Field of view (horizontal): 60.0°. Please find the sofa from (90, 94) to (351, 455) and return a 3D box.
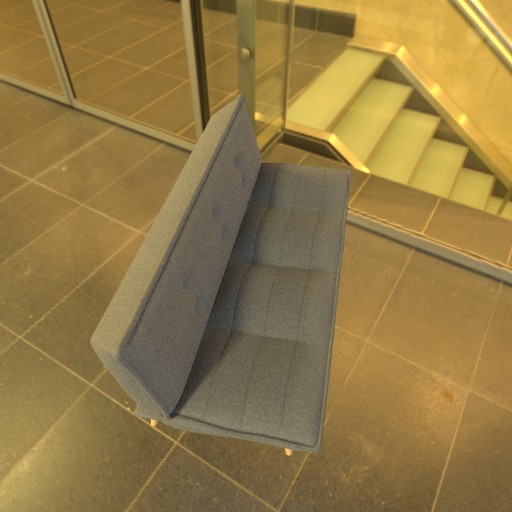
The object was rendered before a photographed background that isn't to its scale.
[{"bbox_3d":[0.000,0.000,2.458,0.950,0.890,1.940,9,48,8],"label":"sofa"}]
